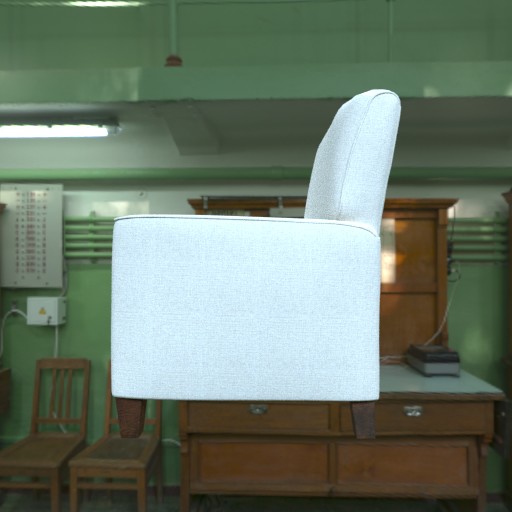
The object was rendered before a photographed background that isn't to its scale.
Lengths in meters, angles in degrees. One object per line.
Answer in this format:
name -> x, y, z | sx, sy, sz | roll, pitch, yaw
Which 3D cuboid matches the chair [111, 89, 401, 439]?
chair -> 0.000, 0.000, 1.621 | 0.858, 1.028, 0.841 | 0, 0, 0
